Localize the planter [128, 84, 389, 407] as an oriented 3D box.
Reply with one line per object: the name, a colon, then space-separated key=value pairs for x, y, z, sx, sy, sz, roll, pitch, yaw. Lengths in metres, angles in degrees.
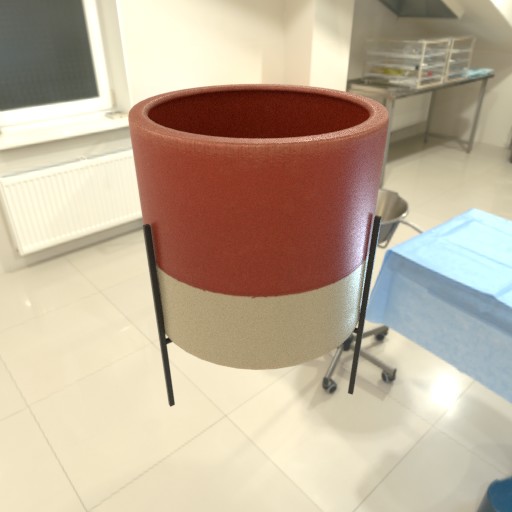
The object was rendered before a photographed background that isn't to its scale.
planter: x=0.000 y=0.000 z=0.711 sx=0.354 sy=0.465 sz=0.345 roll=-20 pitch=36 yaw=-29
